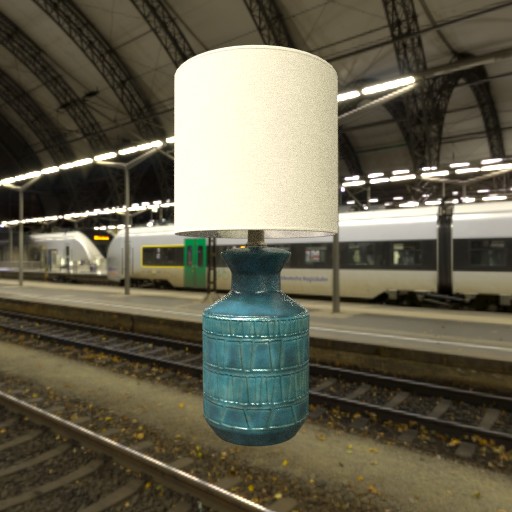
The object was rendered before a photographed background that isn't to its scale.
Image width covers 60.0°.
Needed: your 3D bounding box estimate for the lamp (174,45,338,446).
[{"bbox_3d":[0.000,0.000,0.583,0.211,0.455,0.211,0,0,17],"label":"lamp"}]
